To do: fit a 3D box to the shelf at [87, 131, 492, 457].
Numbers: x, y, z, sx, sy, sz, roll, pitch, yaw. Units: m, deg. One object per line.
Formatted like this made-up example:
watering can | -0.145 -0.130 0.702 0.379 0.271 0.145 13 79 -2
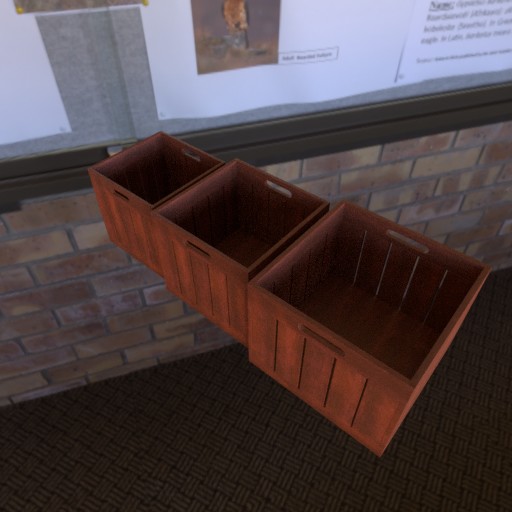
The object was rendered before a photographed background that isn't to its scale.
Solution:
shelf | 0.000 0.000 1.247 1.064 0.311 0.393 31 52 27
